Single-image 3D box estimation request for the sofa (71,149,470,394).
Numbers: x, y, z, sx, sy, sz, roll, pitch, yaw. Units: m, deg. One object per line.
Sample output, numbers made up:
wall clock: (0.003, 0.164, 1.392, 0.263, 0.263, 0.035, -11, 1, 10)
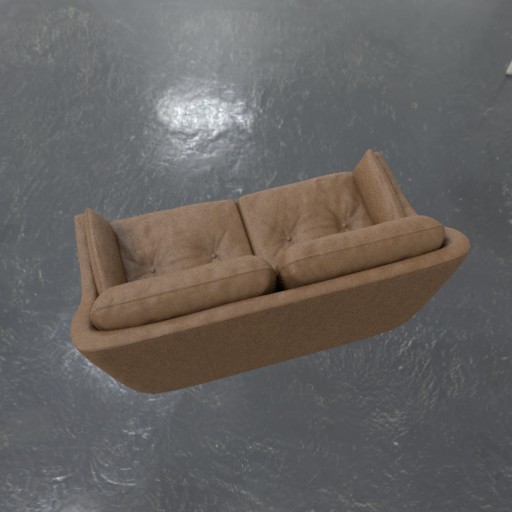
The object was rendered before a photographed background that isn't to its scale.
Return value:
sofa: (0.000, 0.000, 2.284, 1.731, 0.886, 0.981, -13, 59, -8)
